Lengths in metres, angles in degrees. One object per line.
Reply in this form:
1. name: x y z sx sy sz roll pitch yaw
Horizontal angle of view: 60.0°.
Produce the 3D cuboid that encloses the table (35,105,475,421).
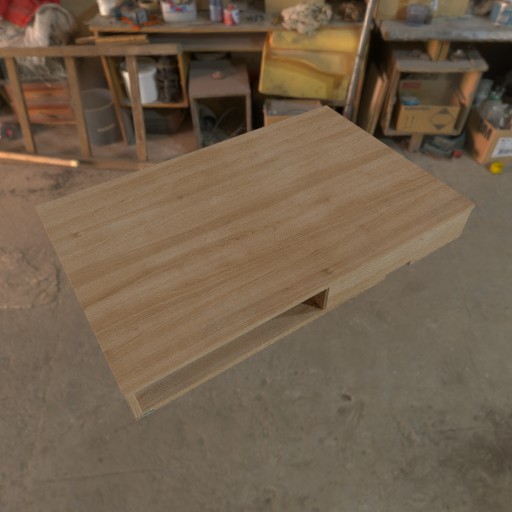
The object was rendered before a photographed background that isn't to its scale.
1. table: 0.000 0.000 1.472 1.100 0.440 0.700 -25 52 -22
